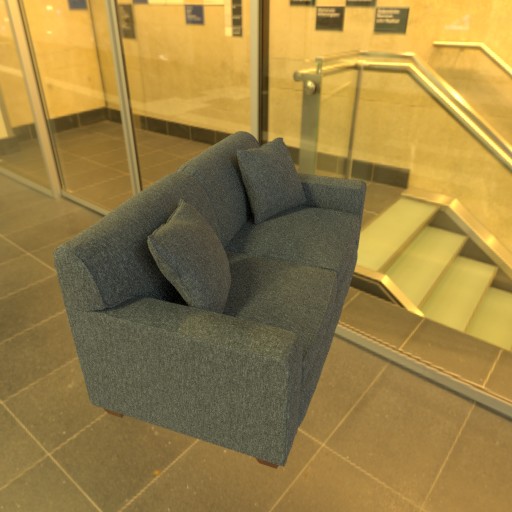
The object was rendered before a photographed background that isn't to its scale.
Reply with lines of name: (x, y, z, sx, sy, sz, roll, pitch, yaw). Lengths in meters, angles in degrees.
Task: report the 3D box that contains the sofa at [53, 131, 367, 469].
sofa: (0.000, 0.000, 2.455, 0.998, 0.958, 1.846, 10, 32, 17)
